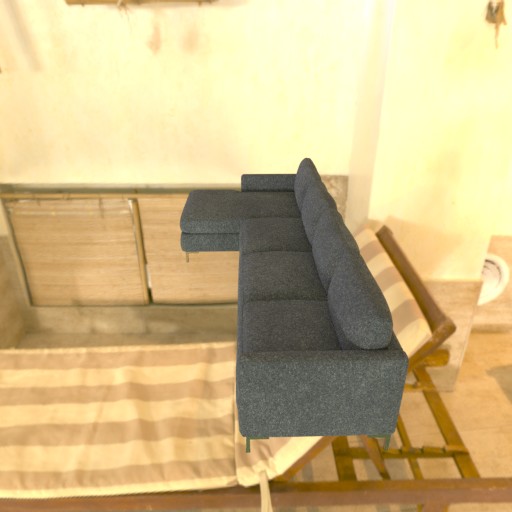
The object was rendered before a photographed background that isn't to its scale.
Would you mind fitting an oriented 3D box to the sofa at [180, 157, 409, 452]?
[{"bbox_3d":[0.000,0.000,3.373,1.350,0.810,2.932,-1,27,-1],"label":"sofa"}]
